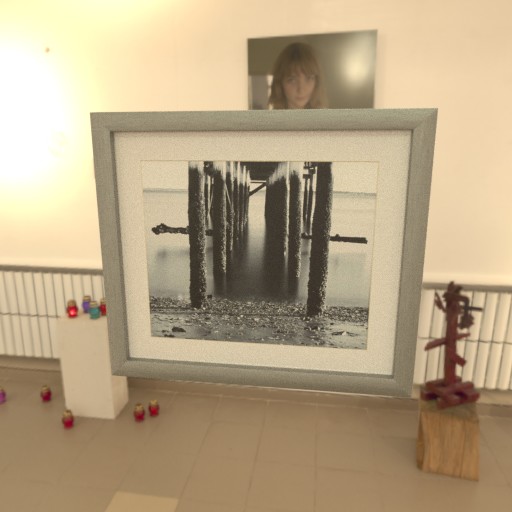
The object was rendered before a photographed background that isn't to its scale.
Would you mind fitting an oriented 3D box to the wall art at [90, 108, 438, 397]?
[{"bbox_3d":[0.000,0.000,0.530,0.380,0.330,0.028,2,14,8],"label":"wall art"}]
